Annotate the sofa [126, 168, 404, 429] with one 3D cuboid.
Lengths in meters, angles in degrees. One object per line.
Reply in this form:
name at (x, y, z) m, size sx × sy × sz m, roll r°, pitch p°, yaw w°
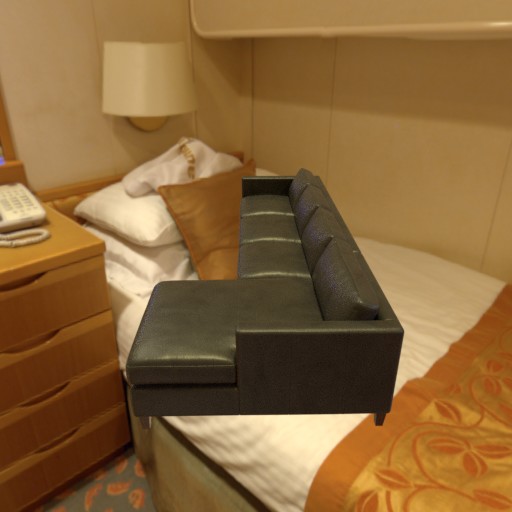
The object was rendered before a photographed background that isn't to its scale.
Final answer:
sofa at (0.000, 0.000, 3.978) m, size 1.581 × 0.883 × 3.203 m, roll 0°, pitch 25°, yaw -1°
